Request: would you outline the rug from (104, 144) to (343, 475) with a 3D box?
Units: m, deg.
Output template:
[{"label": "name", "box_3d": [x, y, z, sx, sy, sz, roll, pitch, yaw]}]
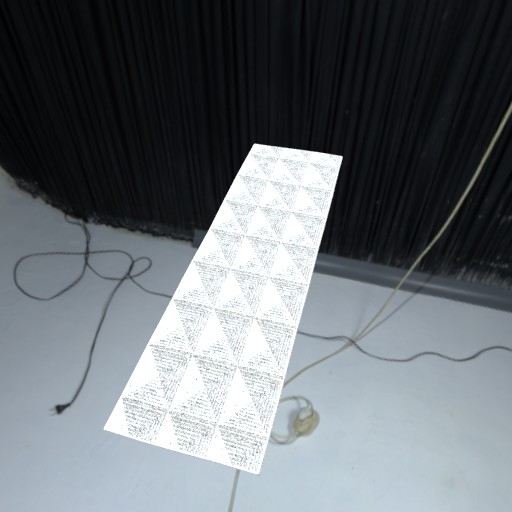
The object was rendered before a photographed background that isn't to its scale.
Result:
[{"label": "rug", "box_3d": [0.000, 0.000, 2.427, 0.645, 0.015, 2.182, 12, 47, 11]}]
